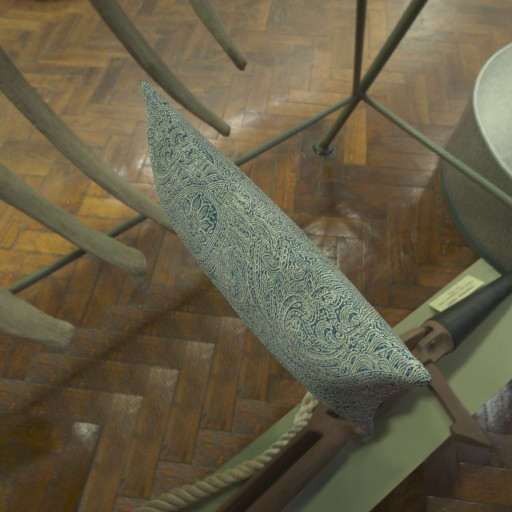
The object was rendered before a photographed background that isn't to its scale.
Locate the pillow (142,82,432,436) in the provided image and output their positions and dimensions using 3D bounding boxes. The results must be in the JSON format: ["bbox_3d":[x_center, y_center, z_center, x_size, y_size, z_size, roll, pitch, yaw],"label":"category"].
[{"bbox_3d":[0.000,0.000,0.717,0.151,0.295,0.615,-32,63,-19],"label":"pillow"}]
